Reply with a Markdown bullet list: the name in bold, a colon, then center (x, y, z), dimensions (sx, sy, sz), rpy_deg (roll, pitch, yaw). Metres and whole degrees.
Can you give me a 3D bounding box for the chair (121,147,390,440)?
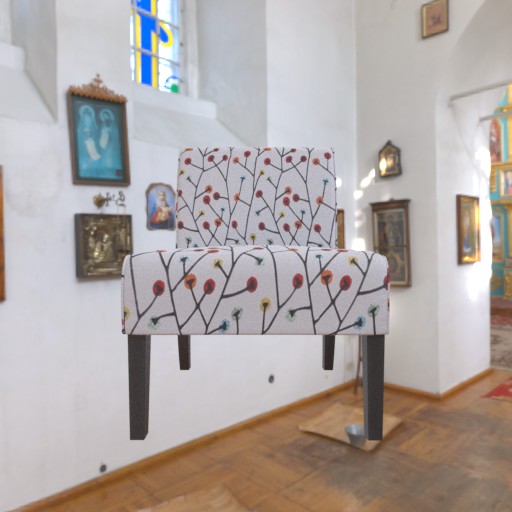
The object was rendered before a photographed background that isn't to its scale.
- **chair**: center (0.000, 0.000, 1.312), dimensions (0.597, 0.813, 0.732), rpy_deg (0, 0, 0)
